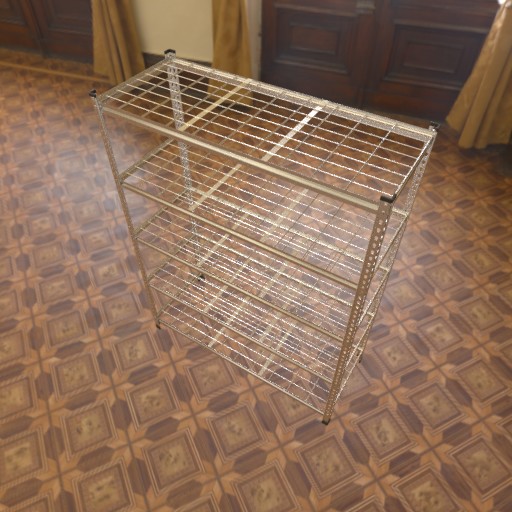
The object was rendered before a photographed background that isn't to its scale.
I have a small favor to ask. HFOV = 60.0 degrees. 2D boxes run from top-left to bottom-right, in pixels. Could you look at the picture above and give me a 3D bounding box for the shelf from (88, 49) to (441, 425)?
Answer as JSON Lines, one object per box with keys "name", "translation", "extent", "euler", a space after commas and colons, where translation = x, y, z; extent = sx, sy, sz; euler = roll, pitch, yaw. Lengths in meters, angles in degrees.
{"name": "shelf", "translation": [0.000, 0.000, 2.747], "extent": [1.524, 1.981, 0.610], "euler": [24, 51, 21]}
